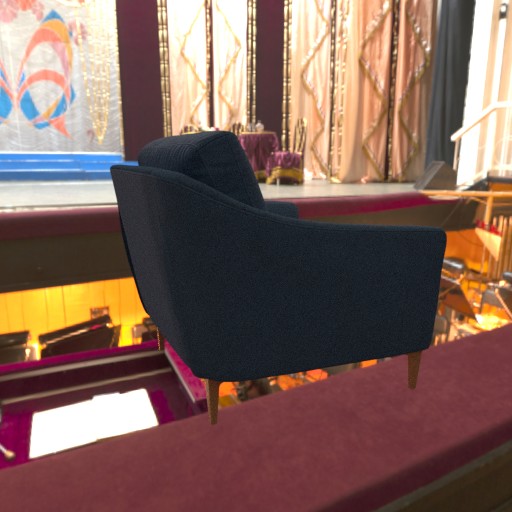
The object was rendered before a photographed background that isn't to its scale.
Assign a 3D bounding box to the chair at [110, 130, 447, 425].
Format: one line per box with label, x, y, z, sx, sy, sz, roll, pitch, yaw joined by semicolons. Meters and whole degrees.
chair;0.000;0.000;1.708;0.961;0.899;0.987;-6;14;-26
